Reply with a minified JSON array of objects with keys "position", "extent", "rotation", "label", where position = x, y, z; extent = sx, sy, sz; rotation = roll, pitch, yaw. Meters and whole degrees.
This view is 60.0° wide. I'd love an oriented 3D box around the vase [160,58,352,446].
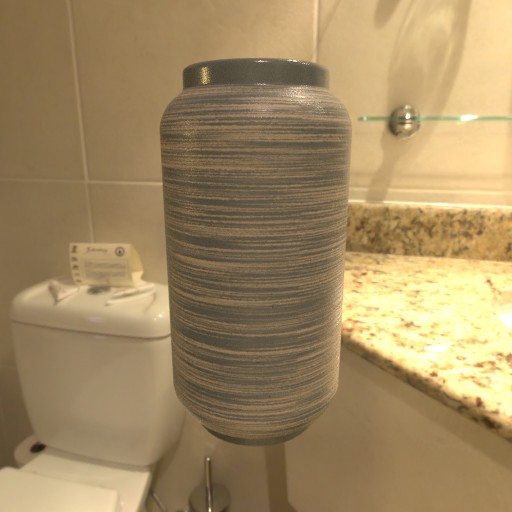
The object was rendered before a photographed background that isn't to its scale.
[{"position":[0.000,0.000,0.294],"extent":[0.116,0.230,0.116],"rotation":[0,15,0],"label":"vase"}]
